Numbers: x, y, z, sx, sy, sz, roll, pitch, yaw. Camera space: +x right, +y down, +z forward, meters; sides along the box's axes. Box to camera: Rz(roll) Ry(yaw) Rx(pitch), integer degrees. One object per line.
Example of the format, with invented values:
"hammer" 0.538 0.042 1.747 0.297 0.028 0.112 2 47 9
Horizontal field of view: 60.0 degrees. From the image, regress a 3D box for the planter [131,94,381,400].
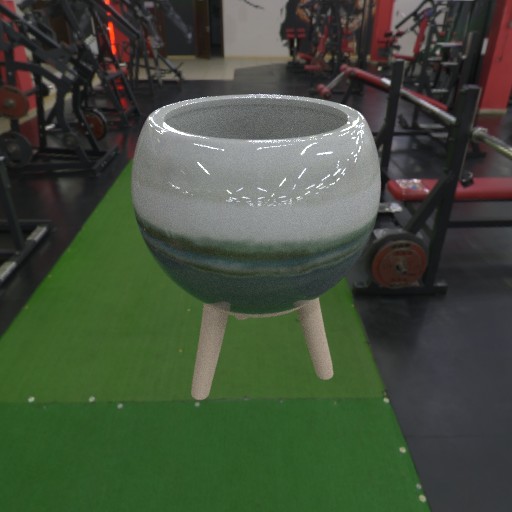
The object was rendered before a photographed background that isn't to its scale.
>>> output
"planter" 0.000 0.000 0.444 0.222 0.278 0.222 0 30 0
